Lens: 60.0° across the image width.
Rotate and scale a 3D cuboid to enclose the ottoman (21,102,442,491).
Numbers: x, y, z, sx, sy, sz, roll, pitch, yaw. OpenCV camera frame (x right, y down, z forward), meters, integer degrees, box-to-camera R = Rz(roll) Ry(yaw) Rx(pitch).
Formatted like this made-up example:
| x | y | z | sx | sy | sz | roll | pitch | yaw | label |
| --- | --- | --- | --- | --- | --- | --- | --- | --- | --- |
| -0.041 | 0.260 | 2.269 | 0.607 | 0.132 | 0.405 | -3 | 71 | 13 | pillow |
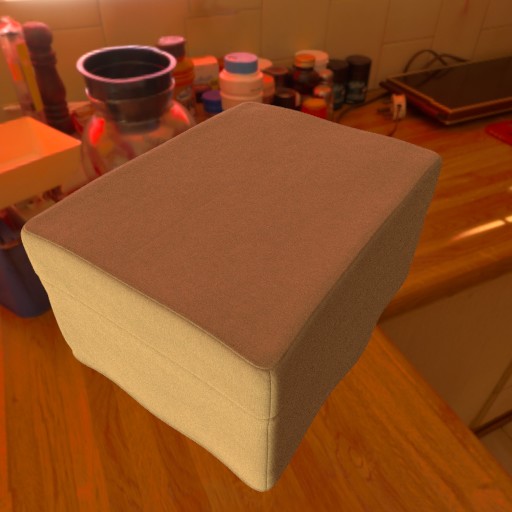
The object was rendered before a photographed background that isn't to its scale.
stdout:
| x | y | z | sx | sy | sz | roll | pitch | yaw | label |
| --- | --- | --- | --- | --- | --- | --- | --- | --- | --- |
| 0.000 | 0.000 | 1.165 | 0.648 | 0.461 | 0.833 | 25 | 47 | 26 | ottoman |
